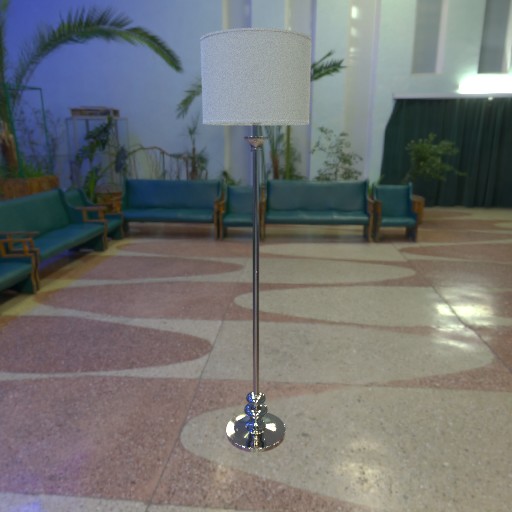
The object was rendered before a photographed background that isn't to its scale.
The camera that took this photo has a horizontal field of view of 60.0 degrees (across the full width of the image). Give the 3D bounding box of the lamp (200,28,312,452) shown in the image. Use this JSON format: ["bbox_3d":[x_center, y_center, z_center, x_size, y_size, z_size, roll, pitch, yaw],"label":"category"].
[{"bbox_3d":[0.000,0.000,1.613,0.356,1.487,0.356,2,15,8],"label":"lamp"}]
